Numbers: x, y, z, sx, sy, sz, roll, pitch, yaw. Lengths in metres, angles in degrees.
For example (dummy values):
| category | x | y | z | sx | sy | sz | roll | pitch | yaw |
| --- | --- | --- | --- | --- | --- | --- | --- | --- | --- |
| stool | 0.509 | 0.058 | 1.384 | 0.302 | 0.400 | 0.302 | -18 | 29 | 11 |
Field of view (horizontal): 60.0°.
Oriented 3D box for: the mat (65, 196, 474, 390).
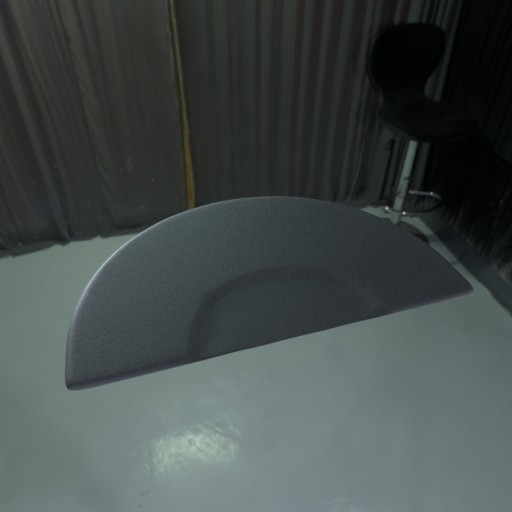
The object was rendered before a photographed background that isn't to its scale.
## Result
| category | x | y | z | sx | sy | sz | roll | pitch | yaw |
| --- | --- | --- | --- | --- | --- | --- | --- | --- | --- |
| mat | 0.000 | 0.000 | 1.877 | 1.525 | 0.016 | 0.917 | -11 | 41 | -13 |
